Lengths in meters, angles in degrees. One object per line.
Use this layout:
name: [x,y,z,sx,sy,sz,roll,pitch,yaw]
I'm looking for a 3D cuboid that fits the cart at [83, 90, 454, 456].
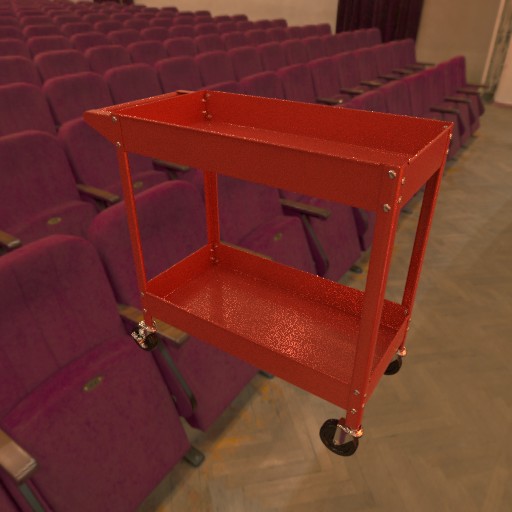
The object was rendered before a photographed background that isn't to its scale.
cart: [0.000,0.000,1.155,0.779,0.719,0.366,19,35,29]
